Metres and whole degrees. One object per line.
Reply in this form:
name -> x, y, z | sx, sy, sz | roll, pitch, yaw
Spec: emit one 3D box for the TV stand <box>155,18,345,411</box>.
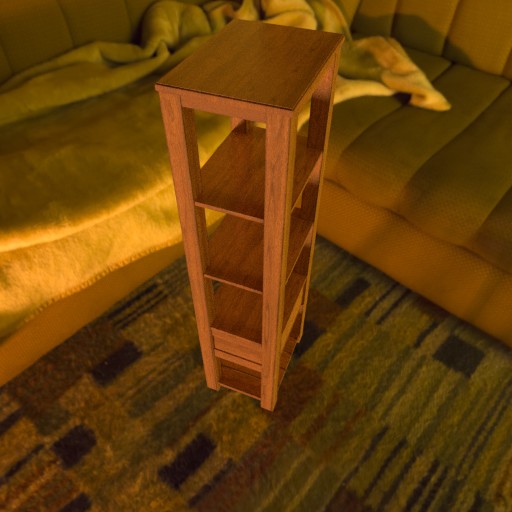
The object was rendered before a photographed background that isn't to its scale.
TV stand -> 0.000, 0.000, 2.055 | 0.435, 1.828, 0.565 | 16, 49, 15
